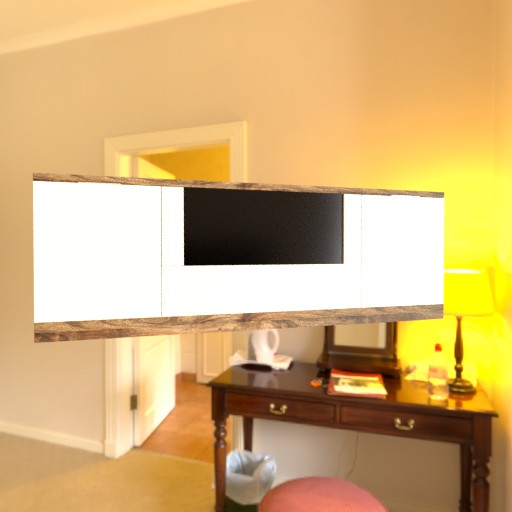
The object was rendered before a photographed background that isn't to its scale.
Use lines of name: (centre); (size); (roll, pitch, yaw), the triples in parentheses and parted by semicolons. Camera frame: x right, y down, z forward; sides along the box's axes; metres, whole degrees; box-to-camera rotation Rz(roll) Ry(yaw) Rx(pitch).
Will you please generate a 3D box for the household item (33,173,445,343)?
household item: (0.000, 0.000, 2.045); (1.800, 0.615, 0.390); (0, 1, -18)
